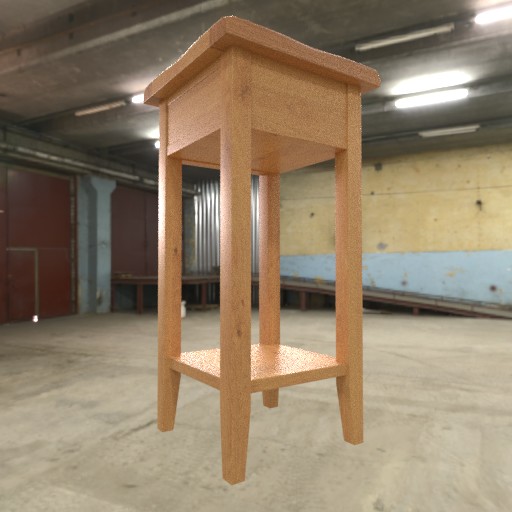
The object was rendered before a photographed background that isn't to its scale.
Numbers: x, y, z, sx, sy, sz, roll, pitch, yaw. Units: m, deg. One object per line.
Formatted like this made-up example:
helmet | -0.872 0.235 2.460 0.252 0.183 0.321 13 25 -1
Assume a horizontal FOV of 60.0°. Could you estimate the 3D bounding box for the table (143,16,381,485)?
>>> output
table | 0.000 0.000 0.925 0.360 0.740 0.360 1 -2 -35
